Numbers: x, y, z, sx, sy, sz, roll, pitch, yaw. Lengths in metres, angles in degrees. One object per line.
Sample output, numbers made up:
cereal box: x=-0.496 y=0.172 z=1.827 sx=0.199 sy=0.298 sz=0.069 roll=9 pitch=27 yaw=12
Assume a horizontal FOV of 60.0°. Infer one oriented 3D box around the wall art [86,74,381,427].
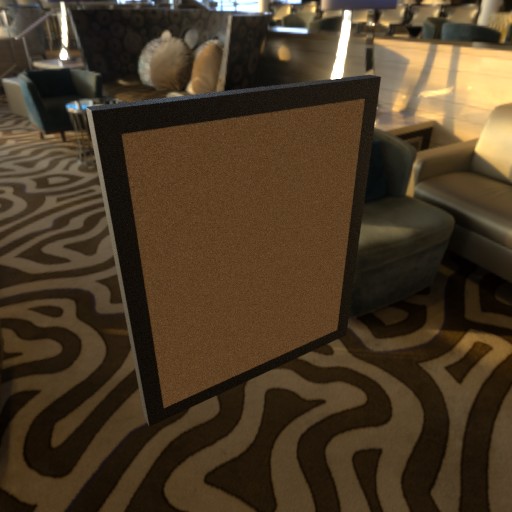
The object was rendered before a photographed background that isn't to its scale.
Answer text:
wall art: x=0.000 y=0.000 z=0.712 sx=0.432 sy=0.508 sz=0.025 roll=-18 pitch=35 yaw=-27
